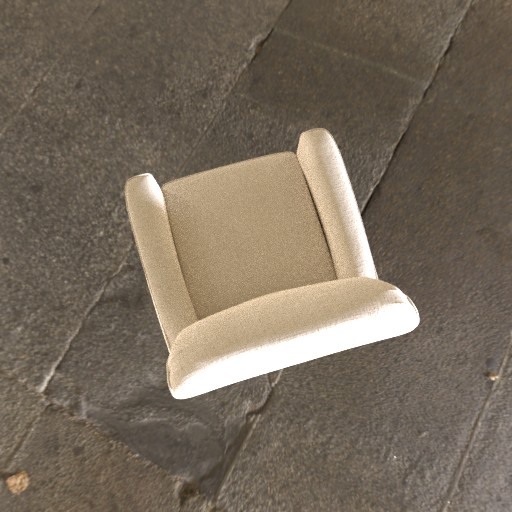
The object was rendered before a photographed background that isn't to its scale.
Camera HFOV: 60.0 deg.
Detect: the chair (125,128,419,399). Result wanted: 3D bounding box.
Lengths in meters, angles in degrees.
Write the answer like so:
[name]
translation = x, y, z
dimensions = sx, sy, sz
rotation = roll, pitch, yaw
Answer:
[chair]
translation = 0.000, 0.000, 1.697
dimensions = 0.841, 1.028, 0.858
rotation = -16, 76, -4
